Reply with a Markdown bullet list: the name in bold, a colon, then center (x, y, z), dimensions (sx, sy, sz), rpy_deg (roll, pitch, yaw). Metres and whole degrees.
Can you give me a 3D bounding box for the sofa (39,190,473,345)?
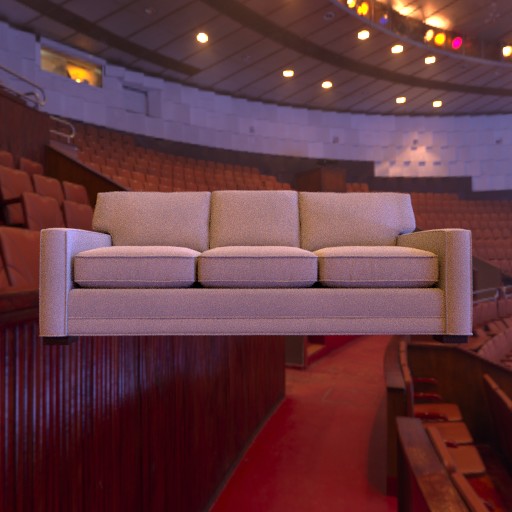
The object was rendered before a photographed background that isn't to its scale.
- **sofa**: center (0.000, 0.000, 2.583), dimensions (2.088, 0.862, 0.935), rpy_deg (0, -1, -1)
